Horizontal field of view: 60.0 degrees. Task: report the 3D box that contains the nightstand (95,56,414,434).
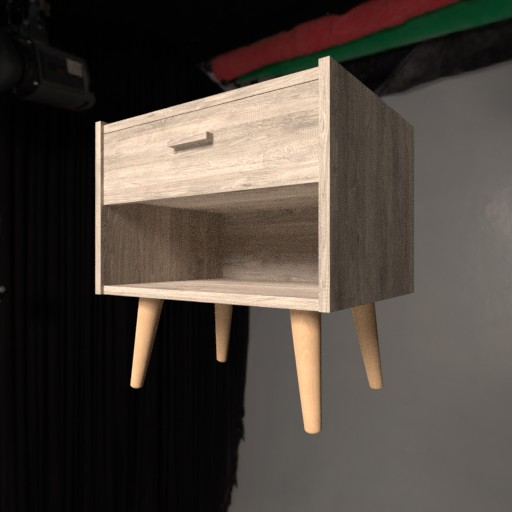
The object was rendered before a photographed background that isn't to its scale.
[{"bbox_3d":[0.000,0.000,0.840,0.480,0.500,0.380,0,0,35],"label":"nightstand"}]
